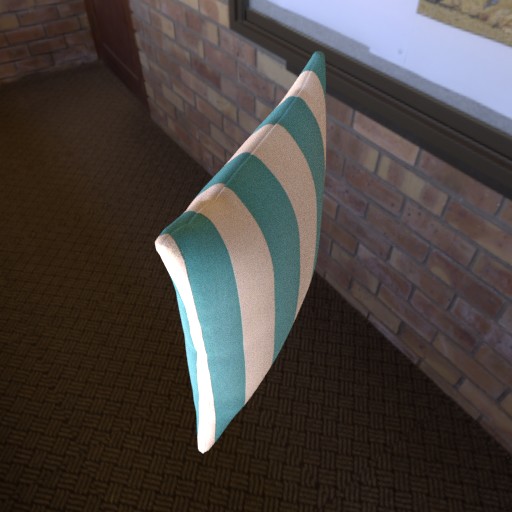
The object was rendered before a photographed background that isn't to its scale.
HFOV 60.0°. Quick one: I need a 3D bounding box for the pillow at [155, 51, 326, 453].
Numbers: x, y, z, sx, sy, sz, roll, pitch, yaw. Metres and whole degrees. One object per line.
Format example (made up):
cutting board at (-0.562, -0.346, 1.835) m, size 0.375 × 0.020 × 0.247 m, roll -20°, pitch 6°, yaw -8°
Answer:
pillow at (0.000, 0.000, 0.789) m, size 0.189 × 0.526 × 0.536 m, roll 17°, pitch 49°, yaw 15°
